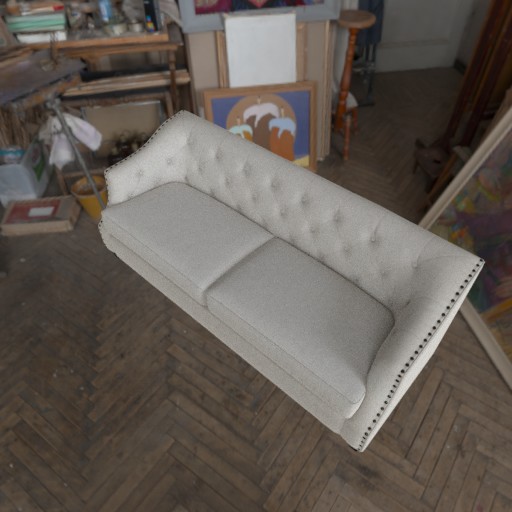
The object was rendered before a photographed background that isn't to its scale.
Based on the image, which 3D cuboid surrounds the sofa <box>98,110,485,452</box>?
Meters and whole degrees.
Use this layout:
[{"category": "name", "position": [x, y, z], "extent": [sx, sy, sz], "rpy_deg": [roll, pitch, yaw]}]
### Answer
[{"category": "sofa", "position": [0.000, 0.000, 2.750], "extent": [2.235, 0.901, 0.914], "rpy_deg": [33, 55, 27]}]
